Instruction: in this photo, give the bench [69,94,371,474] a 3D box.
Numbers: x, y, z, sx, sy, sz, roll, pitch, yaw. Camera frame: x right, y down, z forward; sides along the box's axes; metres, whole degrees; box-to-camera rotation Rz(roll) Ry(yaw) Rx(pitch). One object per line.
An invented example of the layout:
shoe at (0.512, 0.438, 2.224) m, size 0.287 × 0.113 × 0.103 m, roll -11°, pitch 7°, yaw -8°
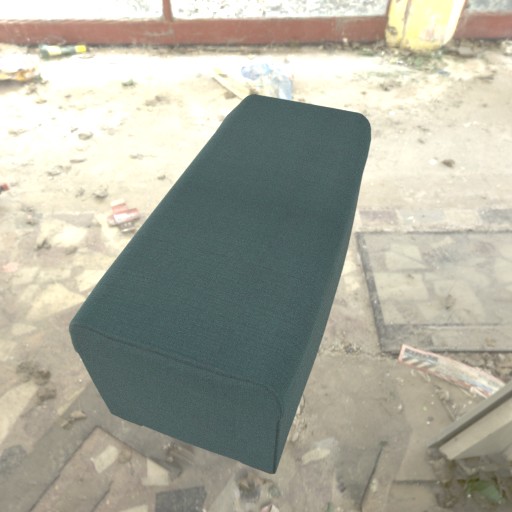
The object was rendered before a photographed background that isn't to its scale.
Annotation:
bench at (0.000, 0.000, 1.252) m, size 0.476 × 0.474 × 0.995 m, roll 14°, pitch 48°, yaw 13°
